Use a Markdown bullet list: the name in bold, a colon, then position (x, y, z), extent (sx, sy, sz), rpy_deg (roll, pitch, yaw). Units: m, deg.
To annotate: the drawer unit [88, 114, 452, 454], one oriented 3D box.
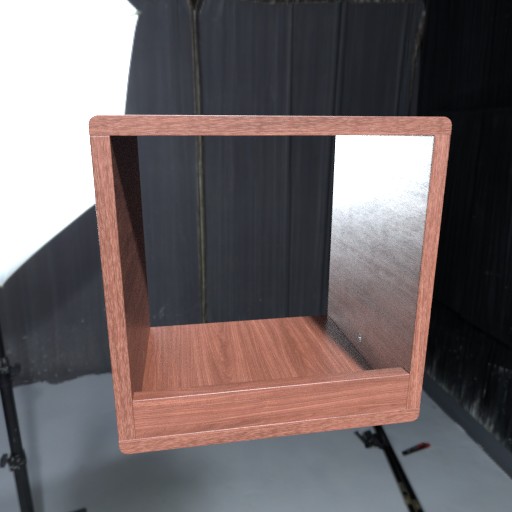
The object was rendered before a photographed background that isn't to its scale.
- **drawer unit**: position (0.000, 0.000, 0.599), extent (0.349, 0.351, 0.290), rpy_deg (-3, 16, -9)
